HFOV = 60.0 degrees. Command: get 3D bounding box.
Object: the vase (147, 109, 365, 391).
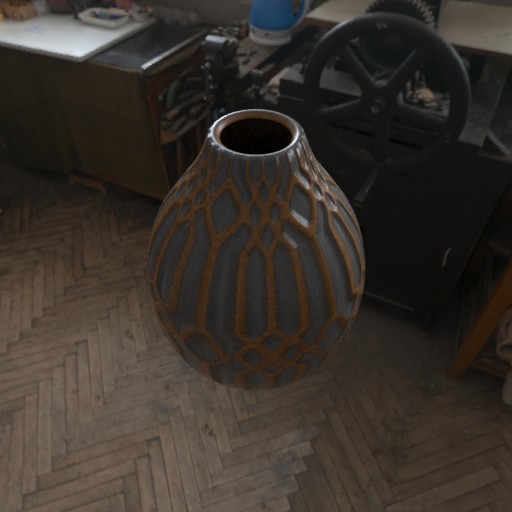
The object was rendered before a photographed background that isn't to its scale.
[{"bbox_3d":[0.000,0.000,0.140,0.069,0.088,0.069,0,46,0],"label":"vase"}]
